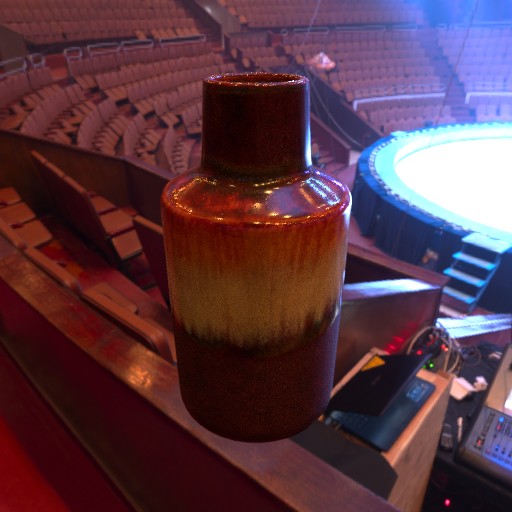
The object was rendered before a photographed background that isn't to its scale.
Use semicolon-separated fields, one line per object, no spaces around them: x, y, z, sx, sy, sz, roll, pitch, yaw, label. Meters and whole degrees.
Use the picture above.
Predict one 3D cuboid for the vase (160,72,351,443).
0.000;0.000;0.271;0.108;0.204;0.108;0;28;0;vase
